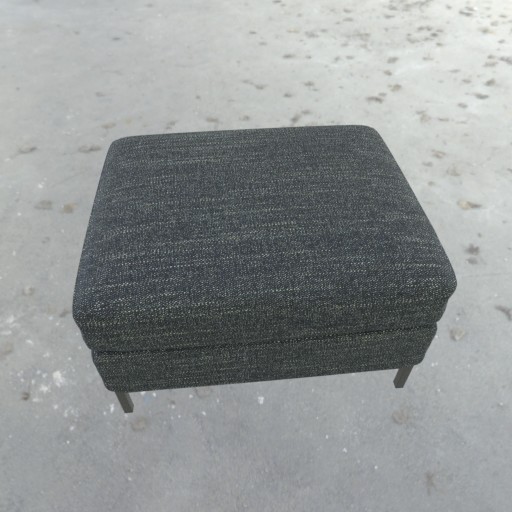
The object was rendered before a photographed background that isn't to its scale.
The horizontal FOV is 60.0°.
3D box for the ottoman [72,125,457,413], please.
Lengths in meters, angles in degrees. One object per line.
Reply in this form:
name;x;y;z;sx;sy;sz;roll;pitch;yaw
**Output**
ottoman;0.000;0.000;1.240;0.814;0.491;0.667;-4;46;-4
